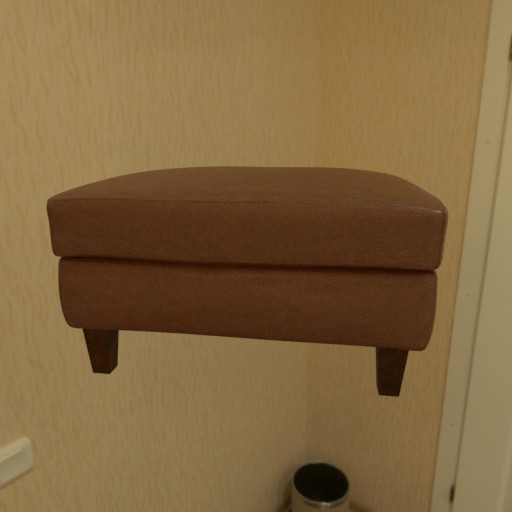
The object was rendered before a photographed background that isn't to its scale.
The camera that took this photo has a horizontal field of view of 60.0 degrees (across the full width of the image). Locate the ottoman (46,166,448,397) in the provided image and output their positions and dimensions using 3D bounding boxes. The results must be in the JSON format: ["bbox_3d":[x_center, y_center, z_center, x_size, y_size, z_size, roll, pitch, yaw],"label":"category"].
[{"bbox_3d":[0.000,0.000,1.236,0.851,0.485,0.650,2,15,8],"label":"ottoman"}]
